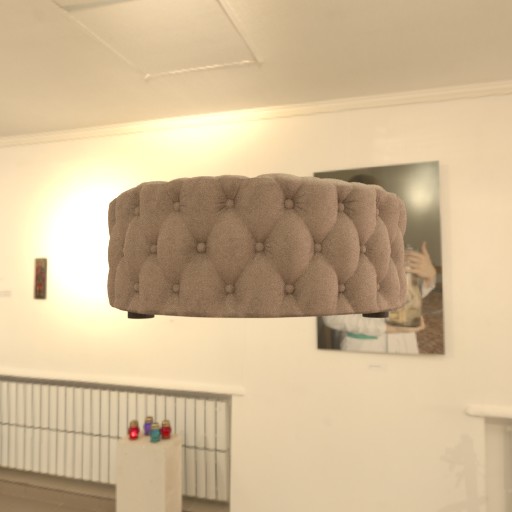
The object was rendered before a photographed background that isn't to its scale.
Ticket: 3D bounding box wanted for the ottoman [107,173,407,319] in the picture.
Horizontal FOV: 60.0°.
[{"bbox_3d":[0.000,0.000,1.546,0.998,0.399,0.998,0,-2,0],"label":"ottoman"}]
